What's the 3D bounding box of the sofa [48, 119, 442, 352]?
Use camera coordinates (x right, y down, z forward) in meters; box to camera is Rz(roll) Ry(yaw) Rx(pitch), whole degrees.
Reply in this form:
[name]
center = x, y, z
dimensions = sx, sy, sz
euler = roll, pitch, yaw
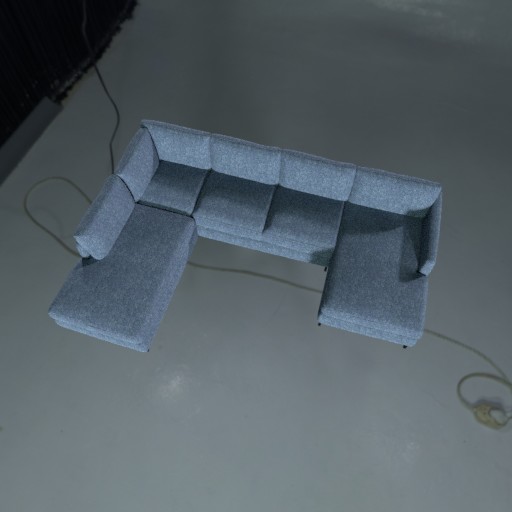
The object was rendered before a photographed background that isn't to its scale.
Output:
[sofa]
center = 0.000, 0.000, 3.569
dimensions = 2.737, 0.756, 1.879
euler = 14, 60, 8
